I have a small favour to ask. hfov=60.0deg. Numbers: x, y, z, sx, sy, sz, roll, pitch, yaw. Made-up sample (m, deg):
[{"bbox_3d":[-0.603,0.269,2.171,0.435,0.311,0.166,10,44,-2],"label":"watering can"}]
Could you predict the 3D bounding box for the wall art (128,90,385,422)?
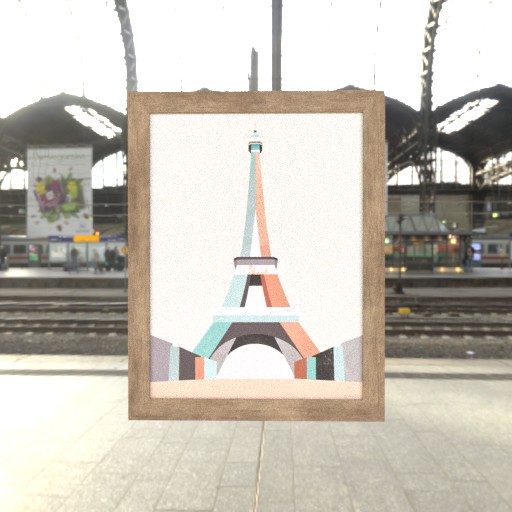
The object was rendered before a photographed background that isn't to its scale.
[{"bbox_3d":[0.000,0.000,0.929,0.534,0.686,0.018,0,0,1],"label":"wall art"}]
